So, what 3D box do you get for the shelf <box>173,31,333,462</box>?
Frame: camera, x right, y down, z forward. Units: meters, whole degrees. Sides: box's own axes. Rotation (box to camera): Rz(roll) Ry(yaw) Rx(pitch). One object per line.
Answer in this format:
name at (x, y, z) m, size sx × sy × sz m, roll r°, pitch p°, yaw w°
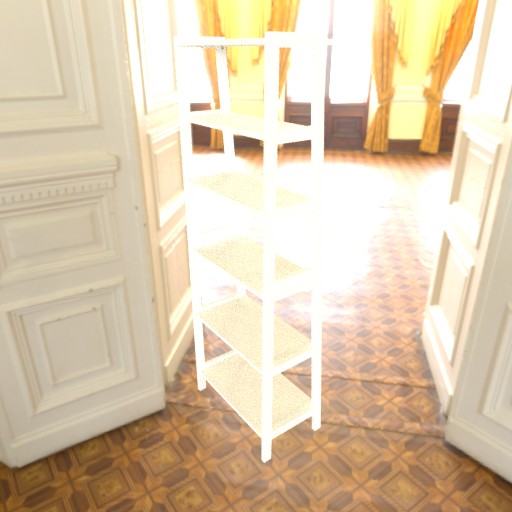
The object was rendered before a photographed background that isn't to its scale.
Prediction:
shelf at (0.000, 0.000, 2.121) m, size 0.381 × 1.892 × 0.660 m, roll -17°, pitch 30°, yaw -33°
